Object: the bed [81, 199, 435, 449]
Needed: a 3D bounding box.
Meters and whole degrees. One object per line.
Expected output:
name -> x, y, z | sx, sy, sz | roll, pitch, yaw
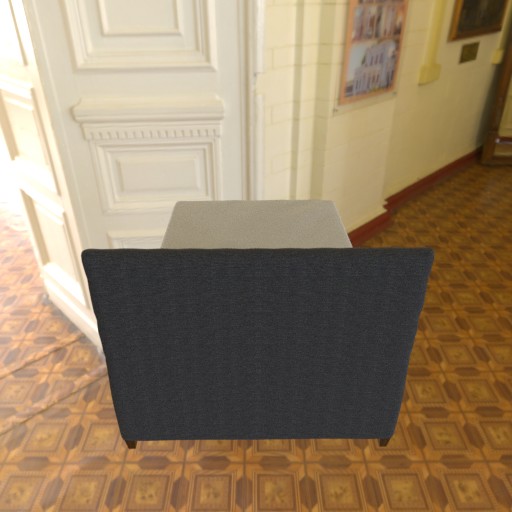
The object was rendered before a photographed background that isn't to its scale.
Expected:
bed -> 0.000, 0.000, 3.434 | 1.698, 1.427, 2.387 | 0, 31, 0
